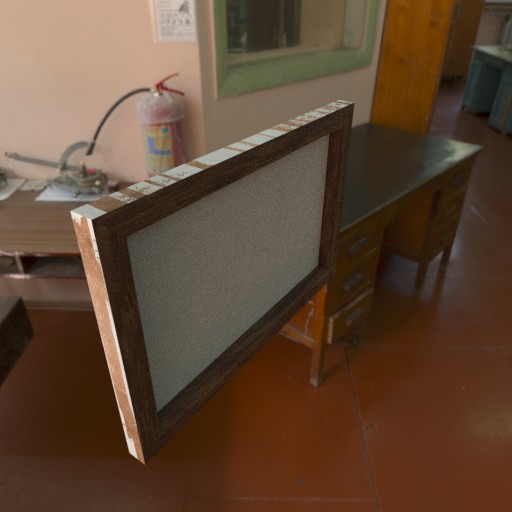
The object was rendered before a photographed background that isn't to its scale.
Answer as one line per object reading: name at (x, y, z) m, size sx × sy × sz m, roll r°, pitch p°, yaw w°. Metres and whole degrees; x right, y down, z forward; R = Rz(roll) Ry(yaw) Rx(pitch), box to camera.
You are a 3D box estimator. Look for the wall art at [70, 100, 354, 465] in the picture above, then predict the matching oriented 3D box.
wall art at (0.000, 0.000, 0.765) m, size 0.035 × 0.405 × 0.609 m, roll 21°, pitch 37°, yaw 30°
